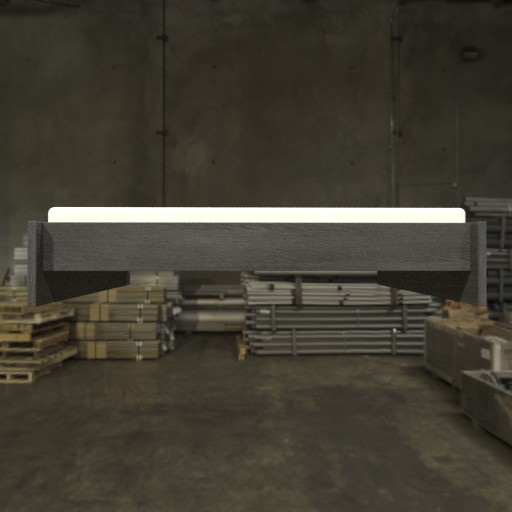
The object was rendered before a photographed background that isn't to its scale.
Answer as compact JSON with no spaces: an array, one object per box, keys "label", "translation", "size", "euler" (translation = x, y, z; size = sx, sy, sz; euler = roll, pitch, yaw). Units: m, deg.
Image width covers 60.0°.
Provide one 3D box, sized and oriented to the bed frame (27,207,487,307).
[{"label":"bed frame","translation":[0.000,0.000,2.626],"size":[1.950,0.432,1.490],"euler":[0,0,-1]}]
